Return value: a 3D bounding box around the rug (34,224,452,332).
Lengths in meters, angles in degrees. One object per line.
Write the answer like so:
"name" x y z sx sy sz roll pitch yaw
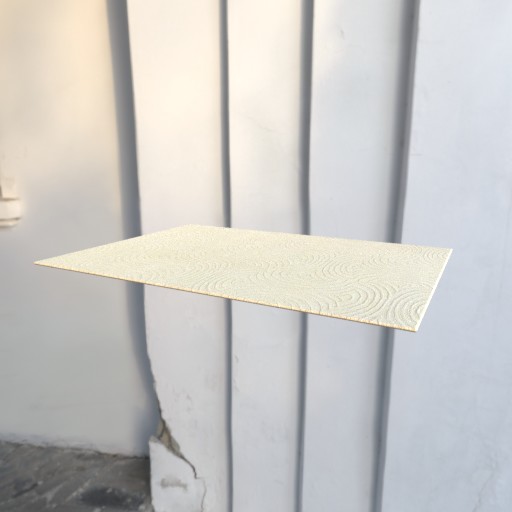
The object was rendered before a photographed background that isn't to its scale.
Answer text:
"rug" 0.000 0.000 2.760 2.132 0.015 1.526 7 15 27
